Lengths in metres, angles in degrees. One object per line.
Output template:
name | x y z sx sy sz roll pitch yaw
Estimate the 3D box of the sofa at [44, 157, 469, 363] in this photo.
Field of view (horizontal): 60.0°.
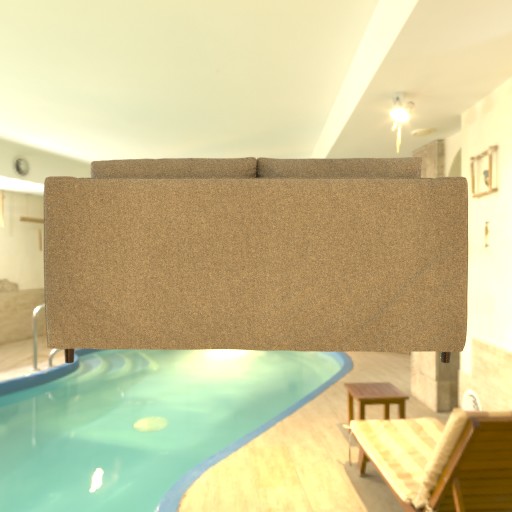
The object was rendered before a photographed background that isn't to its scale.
sofa | 0.000 0.000 2.581 2.010 1.018 1.072 0 0 0
